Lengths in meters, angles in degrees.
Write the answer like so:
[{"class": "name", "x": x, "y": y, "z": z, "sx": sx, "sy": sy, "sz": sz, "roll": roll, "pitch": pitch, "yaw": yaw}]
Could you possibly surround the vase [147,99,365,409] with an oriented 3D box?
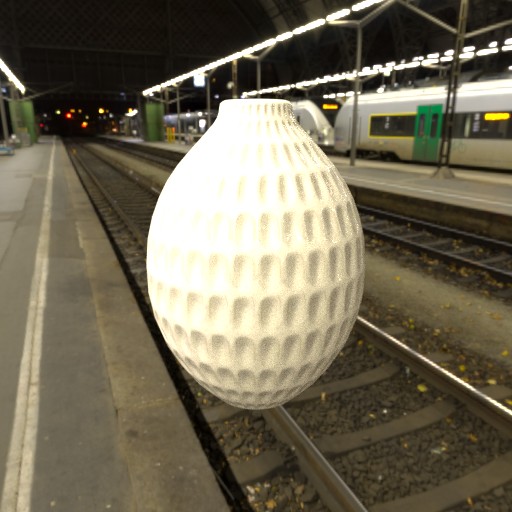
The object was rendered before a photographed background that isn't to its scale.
[{"class": "vase", "x": 0.000, "y": 0.000, "z": 0.336, "sx": 0.162, "sy": 0.223, "sz": 0.162, "roll": 0, "pitch": 16, "yaw": 0}]
